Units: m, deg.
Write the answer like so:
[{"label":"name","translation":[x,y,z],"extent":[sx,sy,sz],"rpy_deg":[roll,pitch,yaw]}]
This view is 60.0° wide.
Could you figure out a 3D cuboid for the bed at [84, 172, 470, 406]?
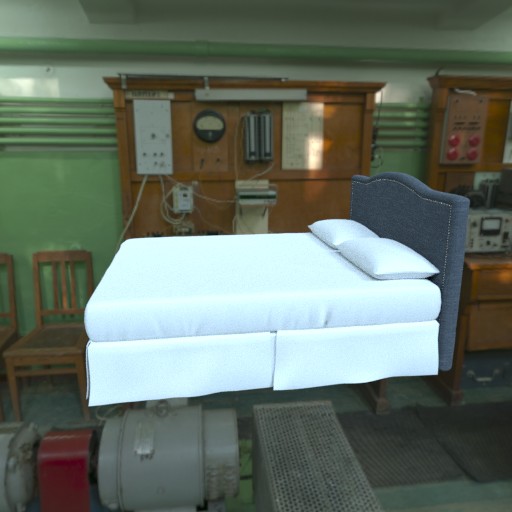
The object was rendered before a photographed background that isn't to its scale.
[{"label":"bed","translation":[0.000,0.000,3.994],"extent":[2.689,1.457,2.161],"rpy_deg":[-2,15,-8]}]
